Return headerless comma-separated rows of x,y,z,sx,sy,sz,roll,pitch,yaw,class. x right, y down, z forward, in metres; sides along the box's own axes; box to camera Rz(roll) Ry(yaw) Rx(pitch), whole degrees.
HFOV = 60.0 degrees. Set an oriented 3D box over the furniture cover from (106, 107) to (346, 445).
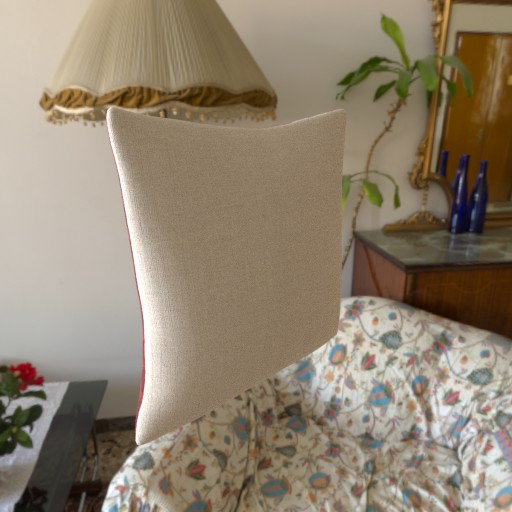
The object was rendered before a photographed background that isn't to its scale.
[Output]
0.000,0.000,0.657,0.145,0.420,0.435,16,23,43,furniture cover
